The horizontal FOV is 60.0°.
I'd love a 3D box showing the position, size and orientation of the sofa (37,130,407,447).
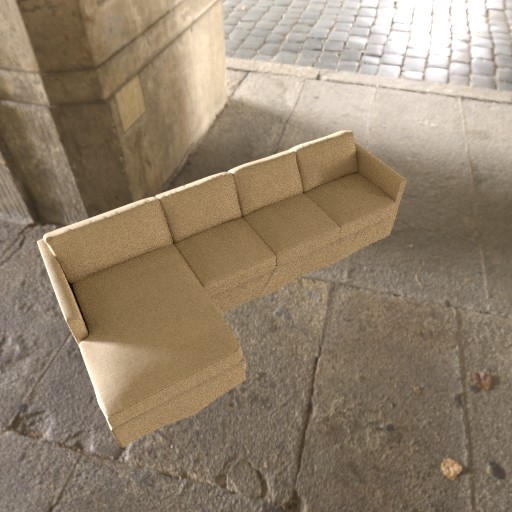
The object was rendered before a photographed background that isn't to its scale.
[{"bbox_3d":[0.000,0.000,3.841,3.205,0.922,1.650,-23,50,-21],"label":"sofa"}]
